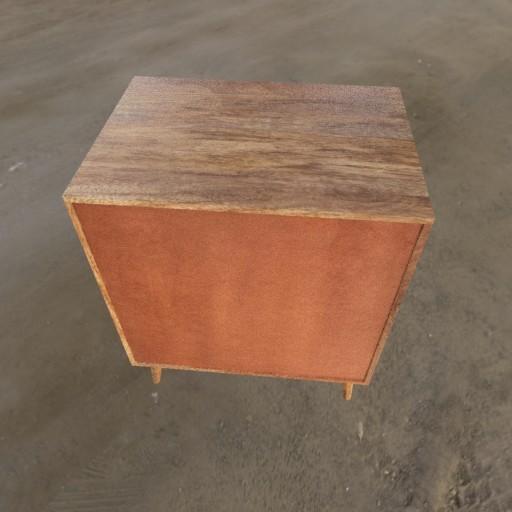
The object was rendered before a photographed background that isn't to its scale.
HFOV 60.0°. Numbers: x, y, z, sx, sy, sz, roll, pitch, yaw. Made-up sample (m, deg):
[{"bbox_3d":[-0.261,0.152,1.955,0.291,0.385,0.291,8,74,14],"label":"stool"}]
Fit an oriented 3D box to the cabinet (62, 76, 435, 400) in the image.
[{"bbox_3d":[0.000,0.000,1.201,0.647,0.758,0.473,4,47,4],"label":"cabinet"}]
